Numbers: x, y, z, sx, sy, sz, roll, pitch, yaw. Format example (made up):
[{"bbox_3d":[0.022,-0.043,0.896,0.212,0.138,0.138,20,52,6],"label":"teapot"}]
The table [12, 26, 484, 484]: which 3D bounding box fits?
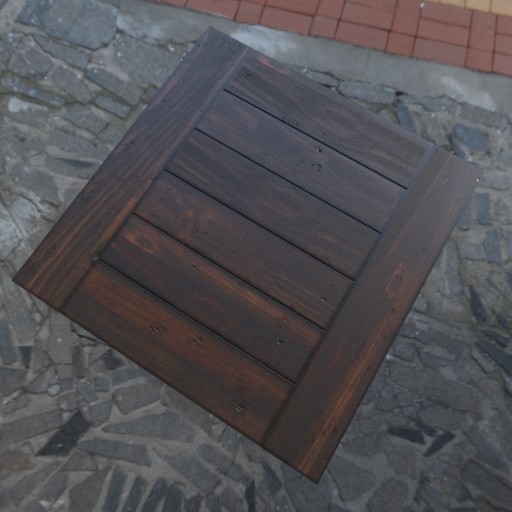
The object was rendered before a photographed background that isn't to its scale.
[{"bbox_3d":[0.000,0.000,0.980,0.593,0.437,0.606,31,77,8],"label":"table"}]
